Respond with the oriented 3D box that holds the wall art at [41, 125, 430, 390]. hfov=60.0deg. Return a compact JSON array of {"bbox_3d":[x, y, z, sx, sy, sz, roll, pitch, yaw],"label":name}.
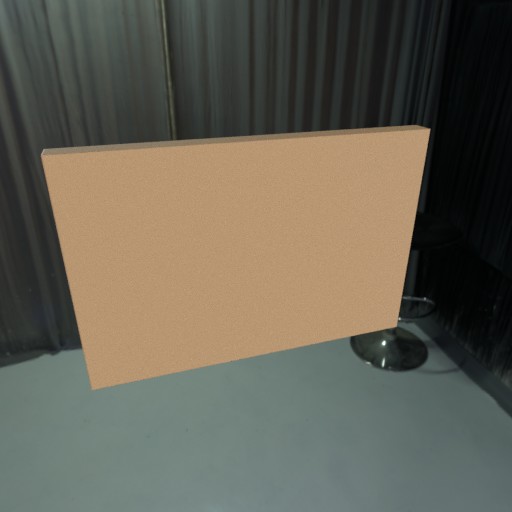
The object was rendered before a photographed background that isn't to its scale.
[{"bbox_3d":[0.000,0.000,0.776,0.609,0.407,0.039,-8,28,-16],"label":"wall art"}]
